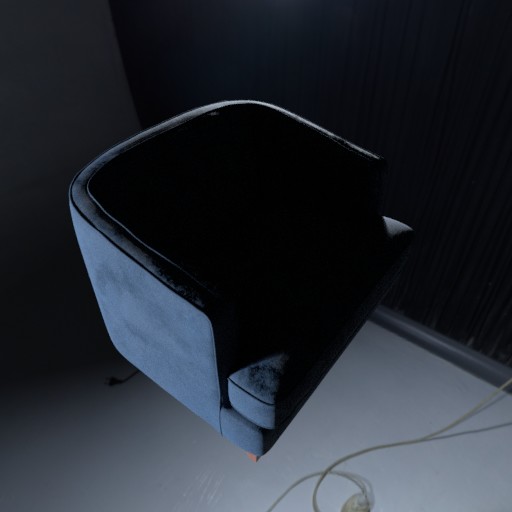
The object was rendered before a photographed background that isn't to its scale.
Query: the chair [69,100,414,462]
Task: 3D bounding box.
[{"bbox_3d":[0.000,0.000,1.738,0.940,0.852,1.094,26,47,27],"label":"chair"}]
